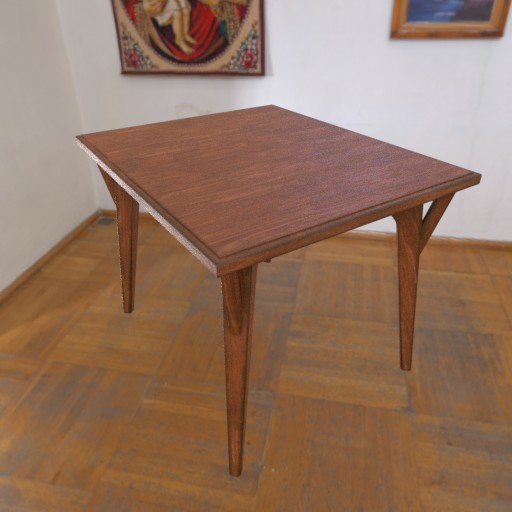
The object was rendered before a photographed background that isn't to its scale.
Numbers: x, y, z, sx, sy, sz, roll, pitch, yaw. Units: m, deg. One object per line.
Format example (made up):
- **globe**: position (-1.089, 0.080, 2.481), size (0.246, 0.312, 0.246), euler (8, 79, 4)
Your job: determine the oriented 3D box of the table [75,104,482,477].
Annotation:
- **table**: position (0.000, 0.000, 1.570), size (0.838, 0.761, 0.991), euler (-19, 36, -28)
